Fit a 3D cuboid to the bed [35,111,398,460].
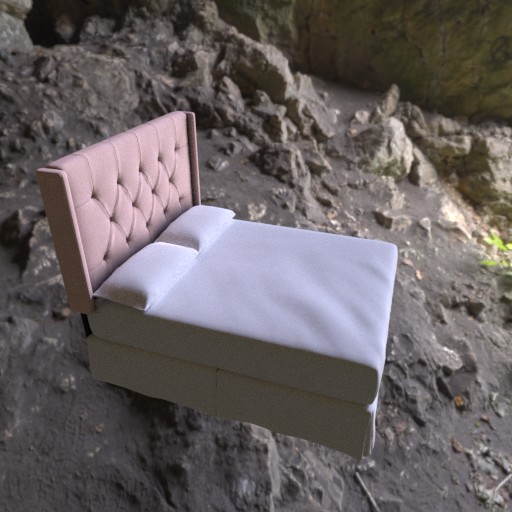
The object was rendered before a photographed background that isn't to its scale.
[{"bbox_3d":[0.000,0.000,3.287,2.066,1.665,1.719,10,31,17],"label":"bed"}]
